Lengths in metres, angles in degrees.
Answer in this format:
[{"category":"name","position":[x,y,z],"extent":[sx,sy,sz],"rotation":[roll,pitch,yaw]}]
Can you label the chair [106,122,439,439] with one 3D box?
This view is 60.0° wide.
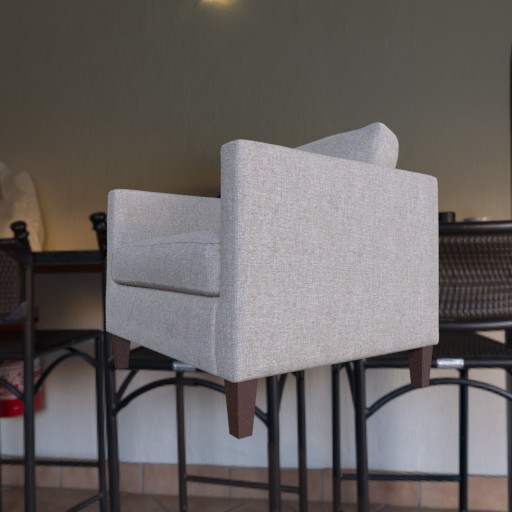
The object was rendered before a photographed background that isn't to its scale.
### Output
[{"category":"chair","position":[0.000,0.000,1.832],"extent":[0.959,0.987,1.107],"rotation":[1,-1,-36]}]
